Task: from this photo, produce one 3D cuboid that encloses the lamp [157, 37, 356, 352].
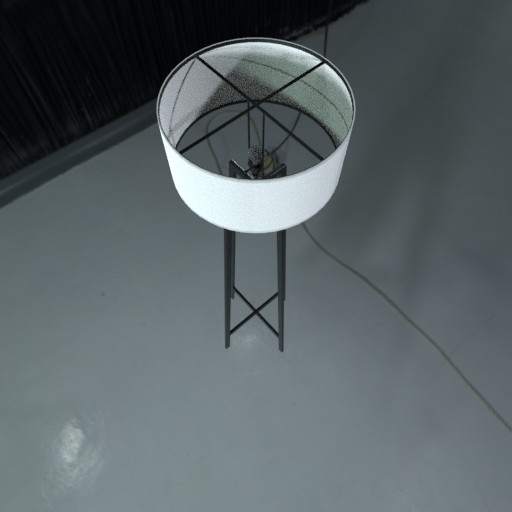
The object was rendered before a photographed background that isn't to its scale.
[{"bbox_3d":[0.000,0.000,1.690,0.456,1.510,0.457,-38,68,-18],"label":"lamp"}]
